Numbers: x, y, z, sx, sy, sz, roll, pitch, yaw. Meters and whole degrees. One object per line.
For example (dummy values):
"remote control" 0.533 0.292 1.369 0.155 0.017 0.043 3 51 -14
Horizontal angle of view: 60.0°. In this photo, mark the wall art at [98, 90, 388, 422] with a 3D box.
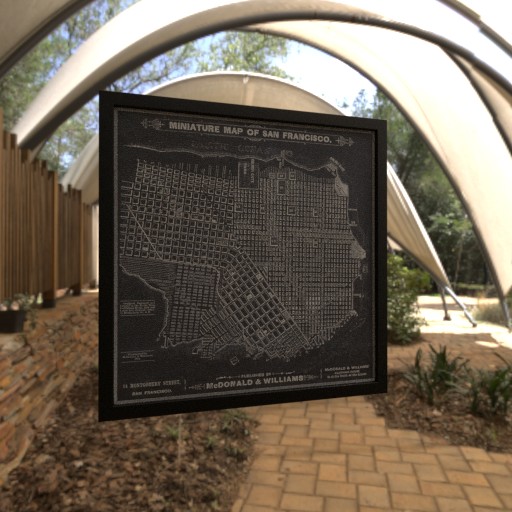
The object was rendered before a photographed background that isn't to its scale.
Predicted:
"wall art" 0.000 0.000 0.683 0.457 0.458 0.012 0 0 -17
